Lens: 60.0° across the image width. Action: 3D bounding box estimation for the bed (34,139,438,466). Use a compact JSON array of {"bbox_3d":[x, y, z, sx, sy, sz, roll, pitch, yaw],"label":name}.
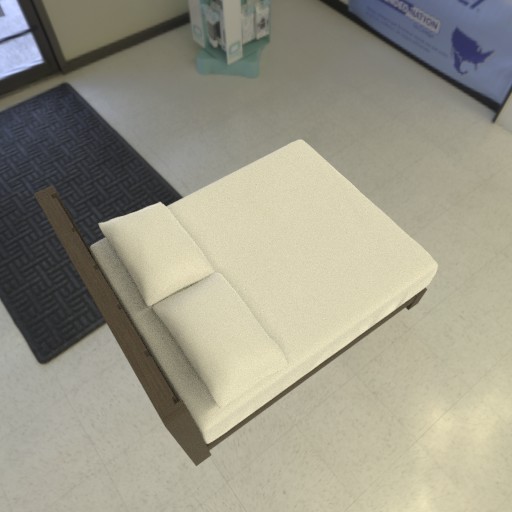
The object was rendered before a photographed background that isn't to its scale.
[{"bbox_3d":[0.000,0.000,3.317,2.242,1.270,1.727,-31,62,-18],"label":"bed"}]
